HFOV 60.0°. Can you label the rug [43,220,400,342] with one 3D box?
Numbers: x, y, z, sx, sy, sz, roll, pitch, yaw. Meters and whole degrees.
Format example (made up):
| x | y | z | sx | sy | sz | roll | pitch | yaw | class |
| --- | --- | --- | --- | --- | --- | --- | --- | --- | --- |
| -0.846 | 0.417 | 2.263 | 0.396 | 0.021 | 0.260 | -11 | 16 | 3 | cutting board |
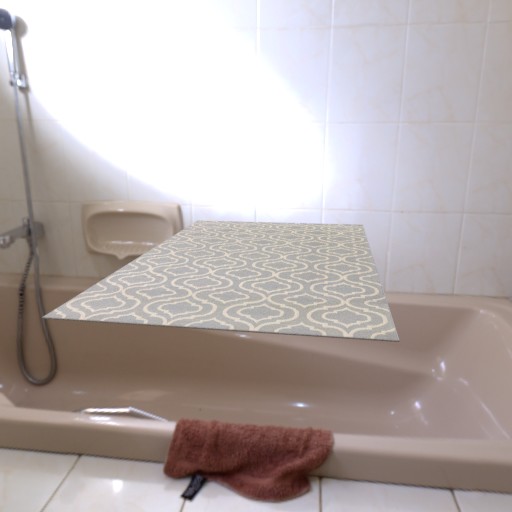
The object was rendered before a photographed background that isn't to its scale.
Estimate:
| x | y | z | sx | sy | sz | roll | pitch | yaw | class |
| --- | --- | --- | --- | --- | --- | --- | --- | --- | --- |
| 0.000 | 0.000 | 2.205 | 1.141 | 0.015 | 1.749 | 3 | 15 | 9 | rug |
